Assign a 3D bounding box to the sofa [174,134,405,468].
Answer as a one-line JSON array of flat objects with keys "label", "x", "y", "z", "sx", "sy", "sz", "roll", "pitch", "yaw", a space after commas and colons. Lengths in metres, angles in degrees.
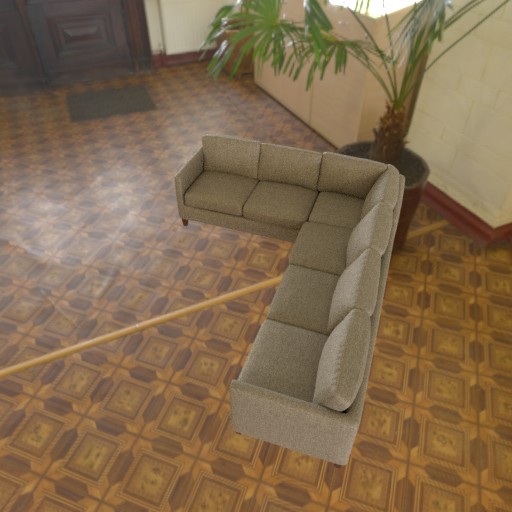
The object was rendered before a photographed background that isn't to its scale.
[{"label": "sofa", "x": 0.000, "y": 0.000, "z": 4.480, "sx": 2.593, "sy": 0.947, "sz": 3.302, "roll": 13, "pitch": 43, "yaw": 14}]
